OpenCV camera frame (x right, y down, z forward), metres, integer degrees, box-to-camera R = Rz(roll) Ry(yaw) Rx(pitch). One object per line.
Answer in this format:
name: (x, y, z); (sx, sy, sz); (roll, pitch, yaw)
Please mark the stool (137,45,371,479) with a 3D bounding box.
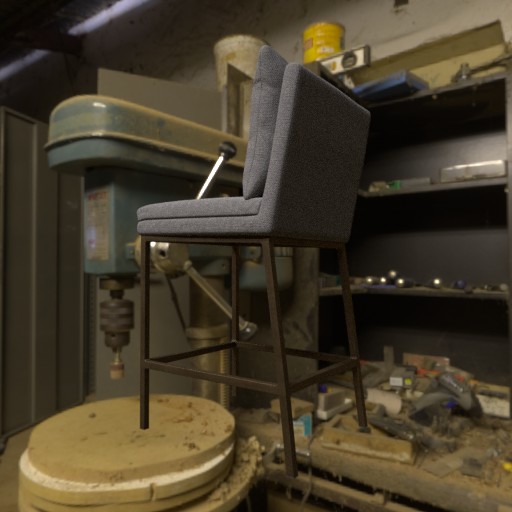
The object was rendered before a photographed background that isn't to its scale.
stool: (0.000, 0.000, 1.349); (0.569, 1.031, 0.463); (-1, -2, 37)
